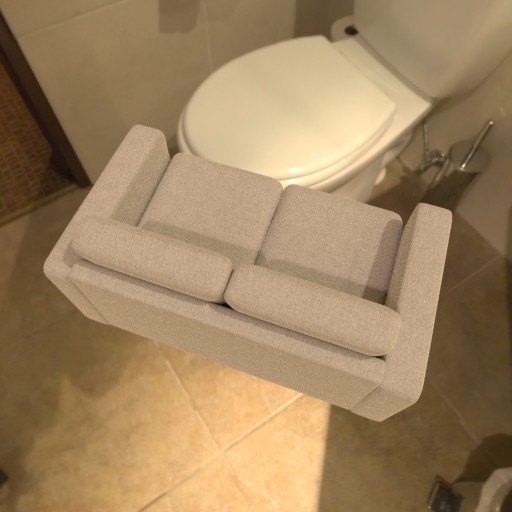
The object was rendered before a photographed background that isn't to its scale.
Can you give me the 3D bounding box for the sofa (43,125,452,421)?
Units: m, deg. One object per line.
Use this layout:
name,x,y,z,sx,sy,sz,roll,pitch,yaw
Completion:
sofa,0.000,0.000,2.011,1.540,0.800,0.900,17,64,9
